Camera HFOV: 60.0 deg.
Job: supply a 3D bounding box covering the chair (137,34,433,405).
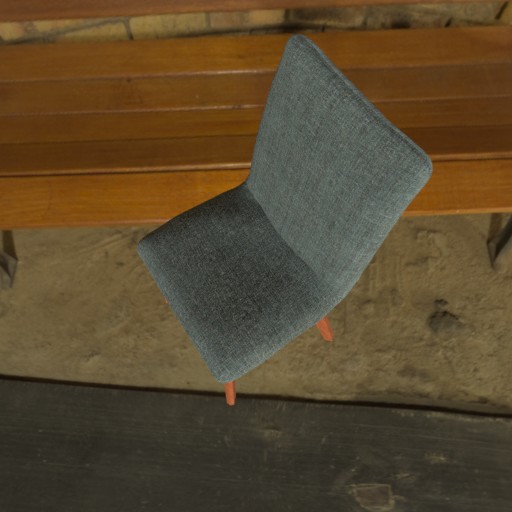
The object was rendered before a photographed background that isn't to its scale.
[{"bbox_3d":[0.000,0.000,1.288,0.563,0.974,0.522,-31,68,-14],"label":"chair"}]
